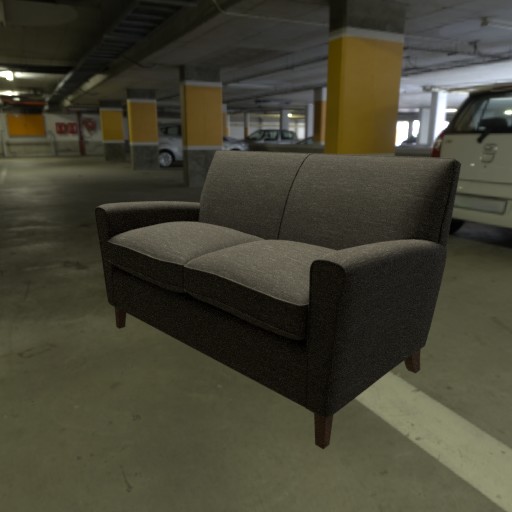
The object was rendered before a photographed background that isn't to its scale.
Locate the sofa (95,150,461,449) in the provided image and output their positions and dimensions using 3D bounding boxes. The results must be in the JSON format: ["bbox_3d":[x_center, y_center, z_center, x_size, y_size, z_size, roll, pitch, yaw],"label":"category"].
[{"bbox_3d":[0.000,0.000,2.050,1.509,0.905,0.867,15,21,43],"label":"sofa"}]
